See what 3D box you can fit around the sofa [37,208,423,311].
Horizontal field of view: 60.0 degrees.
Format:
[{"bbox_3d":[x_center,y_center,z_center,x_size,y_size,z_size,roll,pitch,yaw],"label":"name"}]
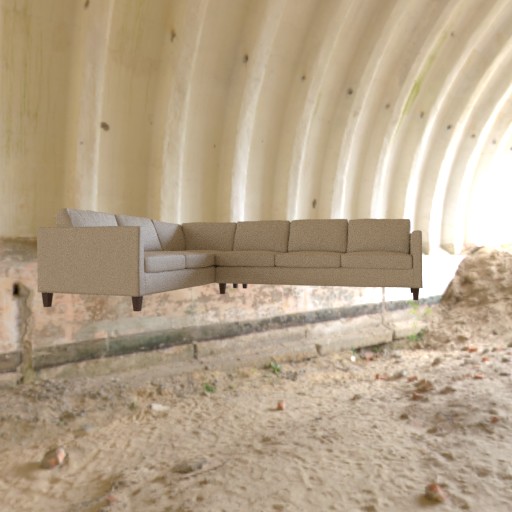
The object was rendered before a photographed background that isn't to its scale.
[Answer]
[{"bbox_3d":[0.000,0.000,4.458,3.182,0.863,2.432,0,1,17],"label":"sofa"}]
